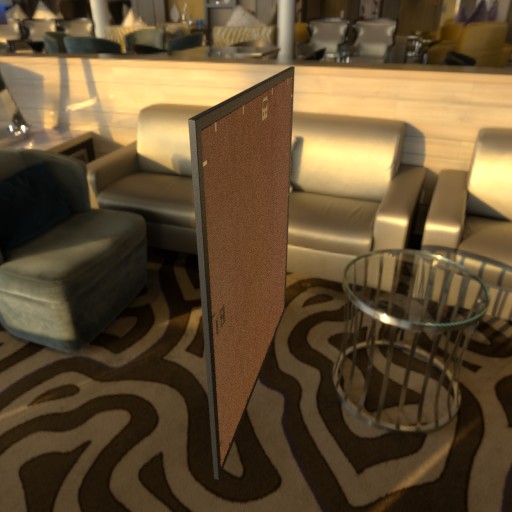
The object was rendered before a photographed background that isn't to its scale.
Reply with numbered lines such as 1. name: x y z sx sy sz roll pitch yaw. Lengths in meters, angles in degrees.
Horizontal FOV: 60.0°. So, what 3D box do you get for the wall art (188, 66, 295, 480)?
1. wall art: 0.000 0.000 0.907 0.018 0.660 0.559 8 30 14
